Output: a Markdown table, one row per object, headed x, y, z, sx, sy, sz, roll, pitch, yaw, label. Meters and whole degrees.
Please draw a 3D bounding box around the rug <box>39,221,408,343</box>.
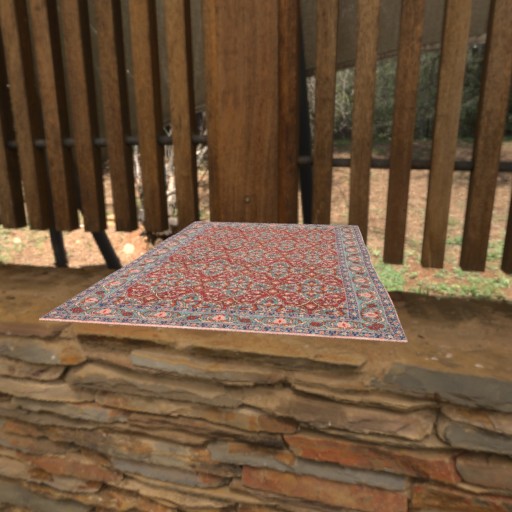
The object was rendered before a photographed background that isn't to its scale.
| x | y | z | sx | sy | sz | roll | pitch | yaw | label |
| --- | --- | --- | --- | --- | --- | --- | --- | --- | --- |
| 0.000 | 0.000 | 2.958 | 1.533 | 0.011 | 2.439 | 2 | 15 | 8 | rug |
